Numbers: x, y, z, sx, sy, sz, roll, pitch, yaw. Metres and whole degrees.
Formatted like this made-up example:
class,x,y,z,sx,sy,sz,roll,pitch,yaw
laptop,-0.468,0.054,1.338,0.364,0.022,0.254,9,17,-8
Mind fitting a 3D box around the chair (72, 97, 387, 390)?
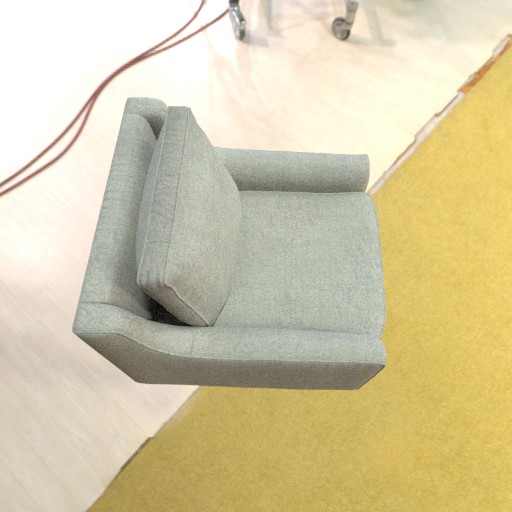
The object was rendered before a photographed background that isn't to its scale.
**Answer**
class,x,y,z,sx,sy,sz,roll,pitch,yaw
chair,0.000,0.000,1.604,0.918,0.864,0.838,2,64,1
